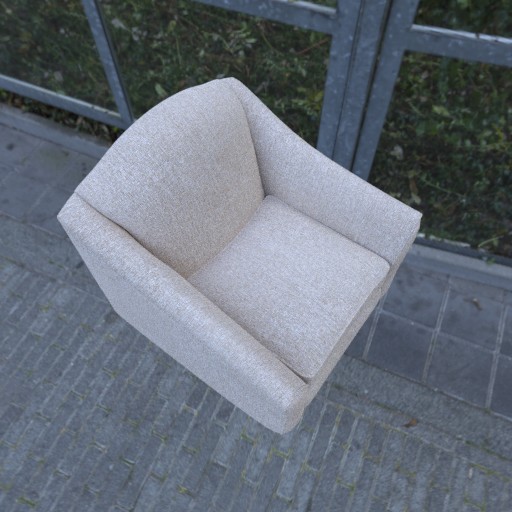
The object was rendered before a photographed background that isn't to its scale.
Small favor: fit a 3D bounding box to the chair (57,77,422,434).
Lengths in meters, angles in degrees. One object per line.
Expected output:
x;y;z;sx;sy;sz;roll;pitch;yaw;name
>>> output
0.000;0.000;1.462;0.787;0.839;0.763;32;63;19;chair
